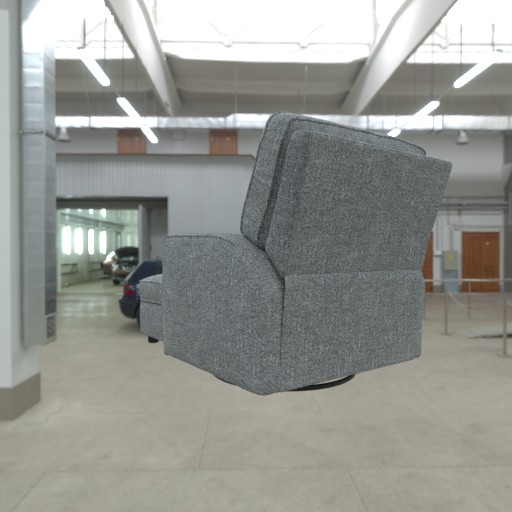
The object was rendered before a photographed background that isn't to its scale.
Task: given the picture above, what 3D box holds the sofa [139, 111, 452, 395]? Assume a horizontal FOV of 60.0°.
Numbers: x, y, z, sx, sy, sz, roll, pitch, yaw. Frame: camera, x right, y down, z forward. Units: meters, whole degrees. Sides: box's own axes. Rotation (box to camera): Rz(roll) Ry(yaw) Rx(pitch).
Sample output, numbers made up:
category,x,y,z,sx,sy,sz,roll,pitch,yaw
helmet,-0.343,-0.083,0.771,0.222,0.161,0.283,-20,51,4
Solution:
category,x,y,z,sx,sy,sz,roll,pitch,yaw
sofa,0.000,0.000,2.031,0.861,0.959,1.472,-1,1,-37
